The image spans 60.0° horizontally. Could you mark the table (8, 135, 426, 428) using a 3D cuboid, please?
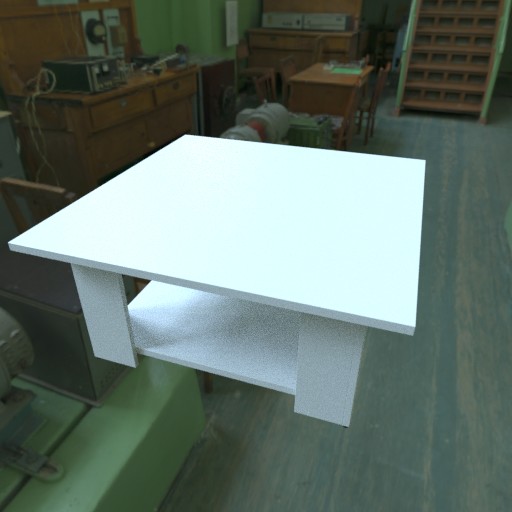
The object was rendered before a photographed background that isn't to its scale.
[{"bbox_3d":[0.000,0.000,1.019,0.670,0.305,0.670,10,33,16],"label":"table"}]
